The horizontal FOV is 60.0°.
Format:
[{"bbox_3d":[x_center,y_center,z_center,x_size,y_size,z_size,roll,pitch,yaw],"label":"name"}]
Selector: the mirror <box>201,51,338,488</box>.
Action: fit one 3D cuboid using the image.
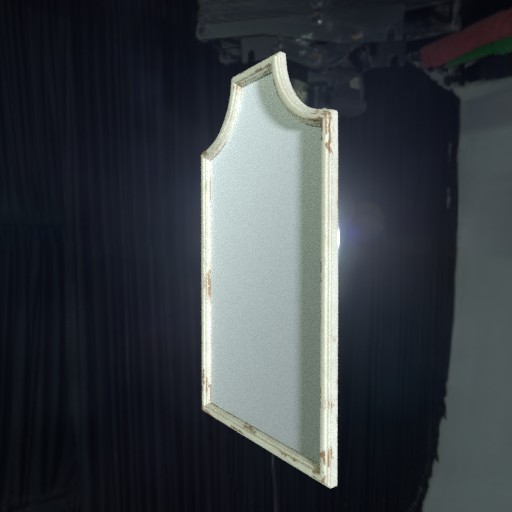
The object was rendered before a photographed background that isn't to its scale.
[{"bbox_3d":[0.000,0.000,0.844,0.022,0.717,0.403,-1,2,-36],"label":"mirror"}]
